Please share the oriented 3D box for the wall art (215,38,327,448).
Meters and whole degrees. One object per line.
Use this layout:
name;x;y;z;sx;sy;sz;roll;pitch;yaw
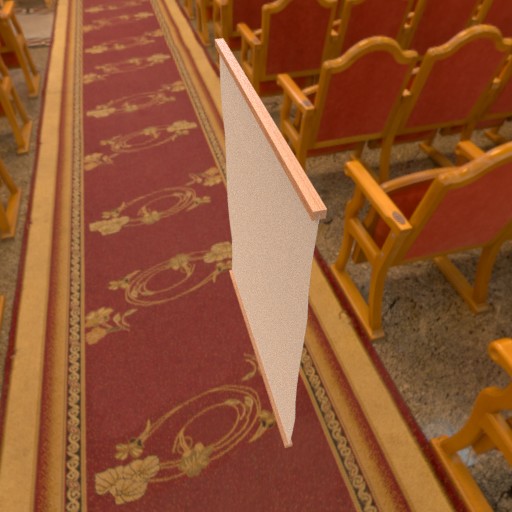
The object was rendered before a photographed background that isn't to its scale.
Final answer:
wall art;0.000;0.000;0.692;0.013;0.508;0.406;-11;47;-11
